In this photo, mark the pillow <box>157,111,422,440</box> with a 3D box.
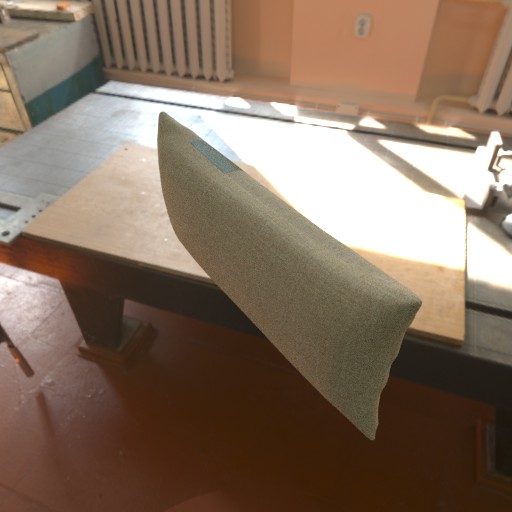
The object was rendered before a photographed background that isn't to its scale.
[{"bbox_3d":[0.000,0.000,1.059,0.197,0.429,0.859,-25,47,-26],"label":"pillow"}]
